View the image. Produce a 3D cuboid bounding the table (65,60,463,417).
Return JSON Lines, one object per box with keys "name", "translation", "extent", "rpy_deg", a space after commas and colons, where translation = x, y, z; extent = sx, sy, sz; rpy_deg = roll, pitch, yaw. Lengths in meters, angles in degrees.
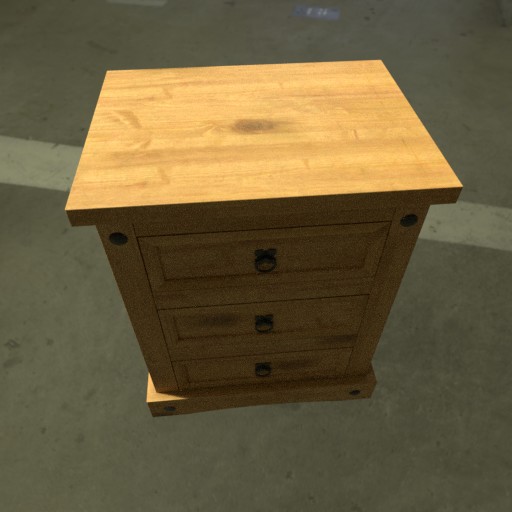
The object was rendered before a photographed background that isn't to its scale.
{"name": "table", "translation": [0.000, 0.000, 1.194], "extent": [0.660, 0.813, 0.500], "rpy_deg": [-4, 47, -4]}
